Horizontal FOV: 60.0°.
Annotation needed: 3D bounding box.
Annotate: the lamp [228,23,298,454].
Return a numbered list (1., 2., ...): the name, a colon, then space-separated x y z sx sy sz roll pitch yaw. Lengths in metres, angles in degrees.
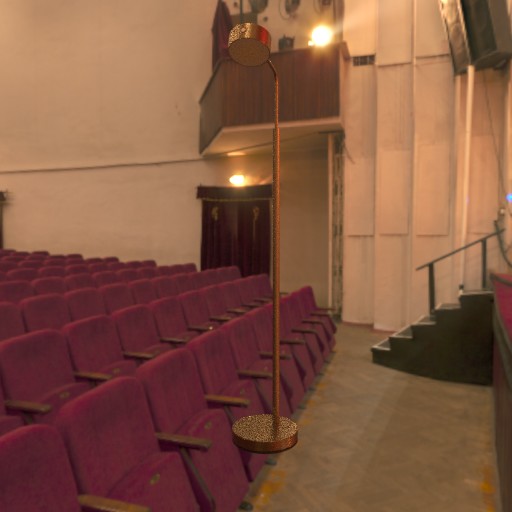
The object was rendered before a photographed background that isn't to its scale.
1. lamp: 0.000 0.000 1.370 0.219 1.230 0.418 1 2 18
